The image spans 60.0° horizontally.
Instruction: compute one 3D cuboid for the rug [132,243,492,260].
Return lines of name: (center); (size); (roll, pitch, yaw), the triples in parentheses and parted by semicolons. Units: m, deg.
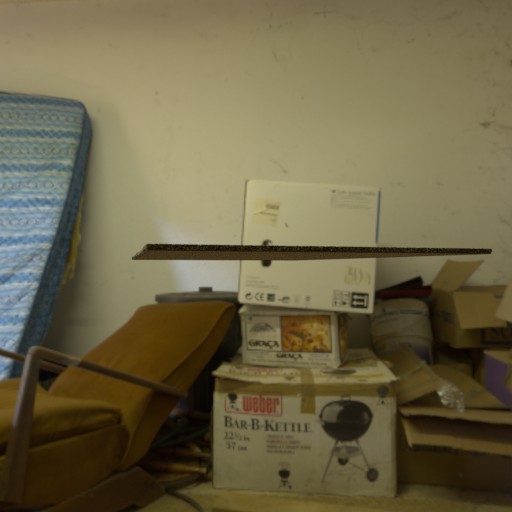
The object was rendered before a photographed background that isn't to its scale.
rug: (0.000, 0.000, 2.870); (1.501, 0.025, 2.352); (0, -1, -17)
